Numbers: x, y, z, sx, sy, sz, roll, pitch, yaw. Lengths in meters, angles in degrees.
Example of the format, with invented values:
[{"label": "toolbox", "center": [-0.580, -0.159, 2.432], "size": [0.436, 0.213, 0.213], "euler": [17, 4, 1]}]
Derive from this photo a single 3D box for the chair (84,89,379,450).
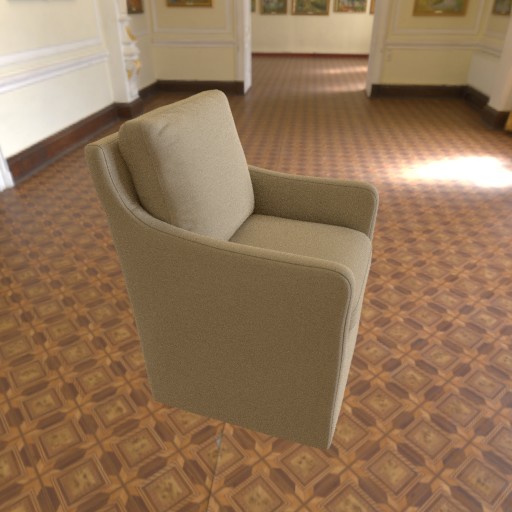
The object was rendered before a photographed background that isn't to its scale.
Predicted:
[{"label": "chair", "center": [0.000, 0.000, 1.406], "size": [0.694, 0.914, 0.626], "euler": [10, 32, 16]}]
